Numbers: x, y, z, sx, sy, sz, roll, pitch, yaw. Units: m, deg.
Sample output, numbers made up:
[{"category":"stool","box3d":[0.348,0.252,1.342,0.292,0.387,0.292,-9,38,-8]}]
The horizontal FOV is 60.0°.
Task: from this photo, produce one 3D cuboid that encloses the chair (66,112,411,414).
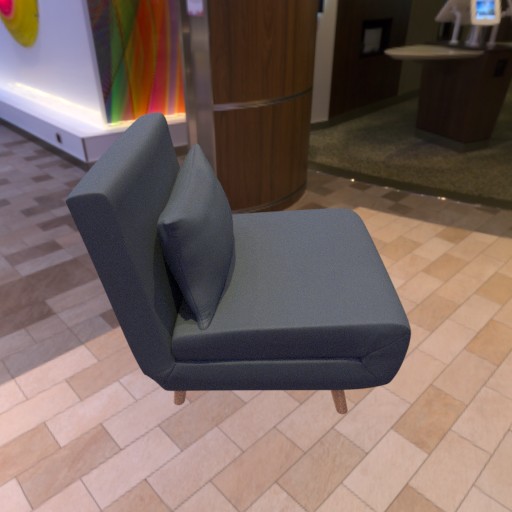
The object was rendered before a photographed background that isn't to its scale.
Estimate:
[{"category":"chair","box3d":[0.000,0.000,1.530,0.900,0.808,0.770,0,31,0]}]
